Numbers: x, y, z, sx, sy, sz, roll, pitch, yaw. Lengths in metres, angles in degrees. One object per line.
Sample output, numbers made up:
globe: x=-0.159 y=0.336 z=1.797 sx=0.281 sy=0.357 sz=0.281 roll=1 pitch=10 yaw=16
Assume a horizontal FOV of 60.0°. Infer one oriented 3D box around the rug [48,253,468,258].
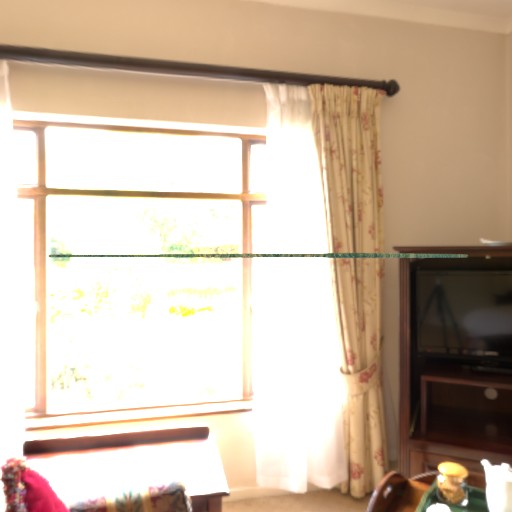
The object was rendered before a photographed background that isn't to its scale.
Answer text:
rug: x=0.000 y=0.000 z=4.234 sx=3.217 sy=0.027 sz=2.405 roll=0 pitch=0 yaw=38
